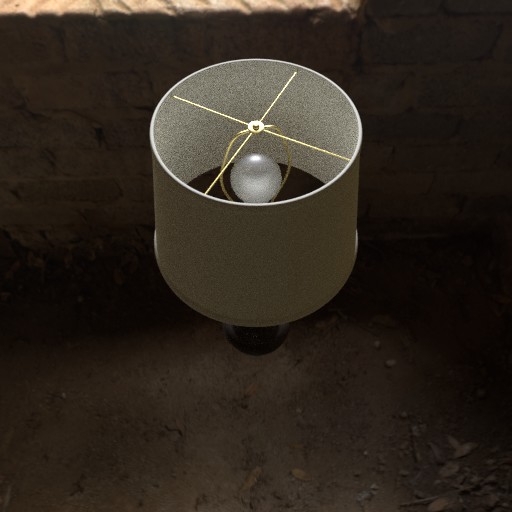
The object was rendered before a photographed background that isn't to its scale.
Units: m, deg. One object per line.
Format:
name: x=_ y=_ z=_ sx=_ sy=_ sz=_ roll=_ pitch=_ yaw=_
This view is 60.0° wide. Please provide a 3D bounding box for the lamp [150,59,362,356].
lamp: x=0.000 y=0.000 z=0.798 sx=0.335 sy=0.611 sz=0.335 roll=0 pitch=58 yaw=0
